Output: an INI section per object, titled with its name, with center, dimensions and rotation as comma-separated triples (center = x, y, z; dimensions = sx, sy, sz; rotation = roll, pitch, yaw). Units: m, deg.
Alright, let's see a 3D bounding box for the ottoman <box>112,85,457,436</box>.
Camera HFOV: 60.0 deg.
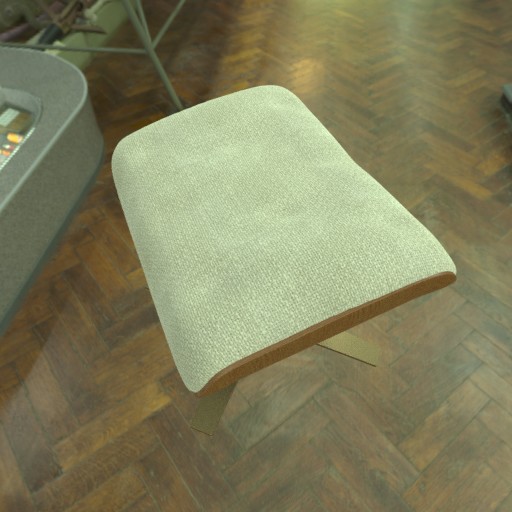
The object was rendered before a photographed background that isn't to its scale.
[ottoman]
center = 0.000, 0.000, 0.792
dimensions = 0.394, 0.391, 0.520
rotation = -18, 50, -15
